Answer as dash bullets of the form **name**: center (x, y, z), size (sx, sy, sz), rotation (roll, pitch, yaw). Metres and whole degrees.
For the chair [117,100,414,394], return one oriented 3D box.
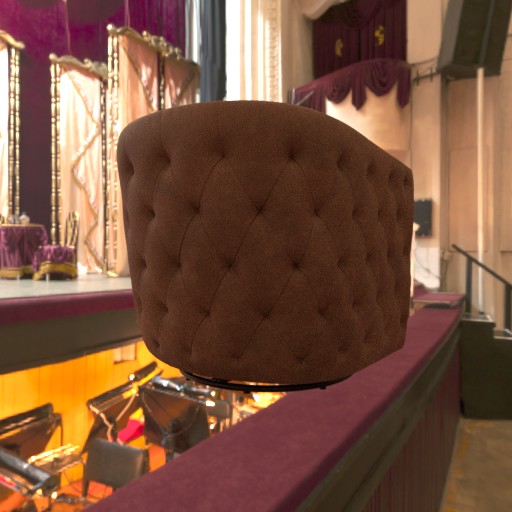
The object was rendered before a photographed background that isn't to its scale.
- **chair**: center (0.000, 0.000, 1.522), size (0.850, 0.790, 0.870), rotation (0, 1, 35)
